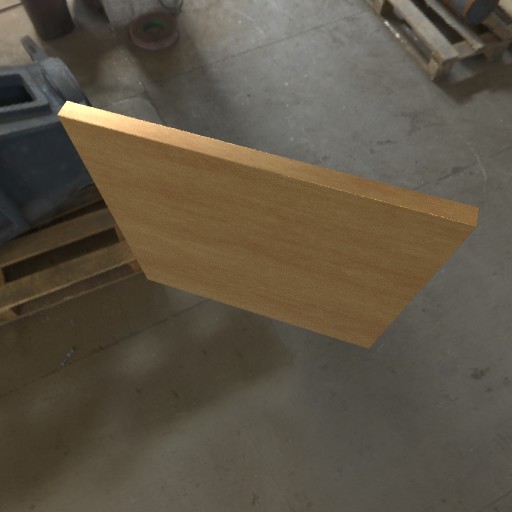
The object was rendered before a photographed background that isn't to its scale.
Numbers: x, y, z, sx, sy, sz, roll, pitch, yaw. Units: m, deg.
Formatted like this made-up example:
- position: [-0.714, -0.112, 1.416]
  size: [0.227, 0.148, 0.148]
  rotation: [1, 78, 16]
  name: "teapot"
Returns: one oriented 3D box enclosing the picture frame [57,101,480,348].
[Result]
- position: [0.000, 0.000, 1.110]
  size: [0.758, 0.761, 0.037]
  rotation: [16, 65, 8]
  name: "picture frame"
